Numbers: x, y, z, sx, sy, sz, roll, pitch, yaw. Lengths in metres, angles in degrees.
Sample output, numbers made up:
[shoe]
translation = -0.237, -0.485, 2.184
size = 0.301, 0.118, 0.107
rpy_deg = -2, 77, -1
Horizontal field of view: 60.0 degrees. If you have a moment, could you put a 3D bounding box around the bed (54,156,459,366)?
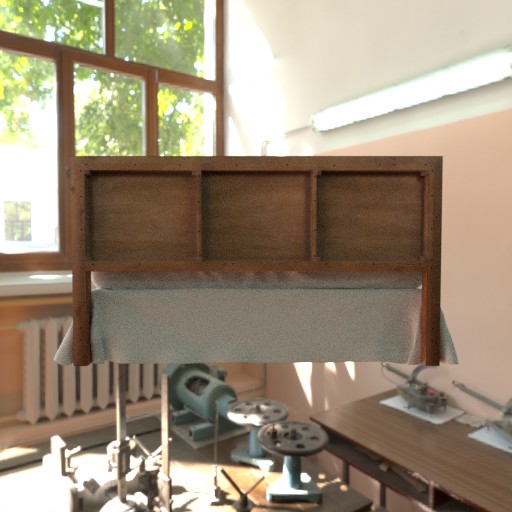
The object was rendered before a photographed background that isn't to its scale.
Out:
[bed]
translation = 0.000, 0.000, 3.473
size = 2.255, 1.158, 2.165
rpy_deg = 0, 2, 0
